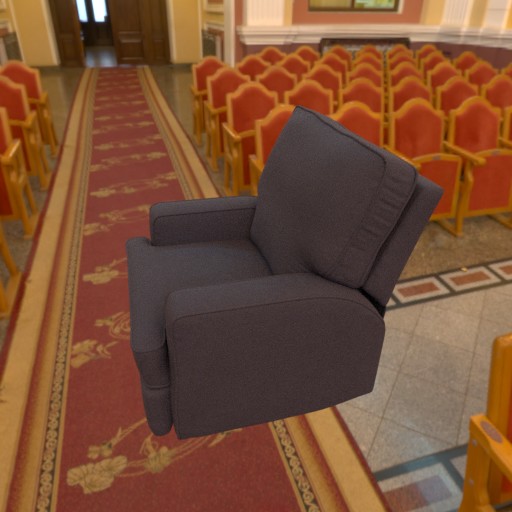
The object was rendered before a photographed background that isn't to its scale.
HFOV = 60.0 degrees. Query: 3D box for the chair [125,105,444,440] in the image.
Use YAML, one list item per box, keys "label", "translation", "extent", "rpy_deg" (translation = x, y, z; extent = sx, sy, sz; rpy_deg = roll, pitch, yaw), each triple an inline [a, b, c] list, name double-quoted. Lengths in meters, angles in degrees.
- label: "chair"
  translation: [0.000, 0.000, 1.685]
  extent: [0.964, 0.962, 0.861]
  rpy_deg: [-8, 31, -14]
